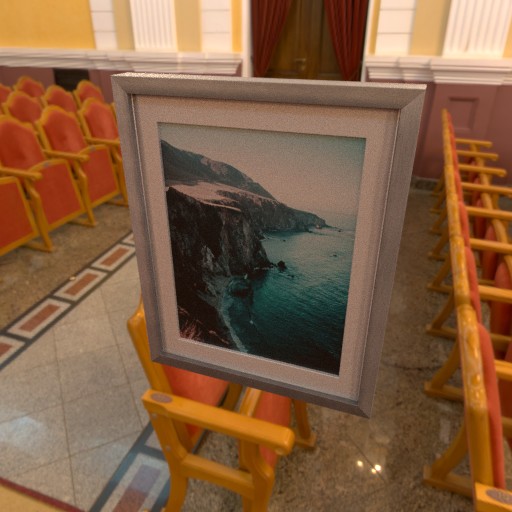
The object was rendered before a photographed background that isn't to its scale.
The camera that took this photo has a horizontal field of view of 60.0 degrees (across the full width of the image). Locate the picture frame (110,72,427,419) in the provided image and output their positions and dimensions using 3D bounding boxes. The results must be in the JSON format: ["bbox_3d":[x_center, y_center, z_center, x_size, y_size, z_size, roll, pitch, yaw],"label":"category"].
[{"bbox_3d":[0.000,0.000,0.746,0.449,0.555,0.046,10,29,18],"label":"picture frame"}]
